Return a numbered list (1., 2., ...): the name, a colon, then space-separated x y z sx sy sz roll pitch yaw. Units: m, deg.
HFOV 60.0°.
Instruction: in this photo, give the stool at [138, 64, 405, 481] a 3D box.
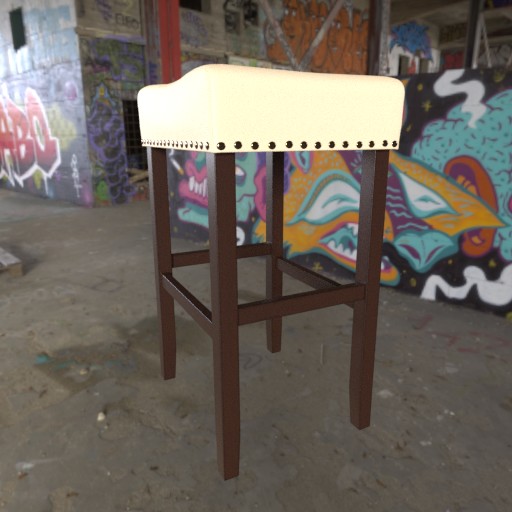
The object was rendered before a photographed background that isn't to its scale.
1. stool: 0.000 0.000 1.036 0.401 0.762 0.471 -8 17 -26
